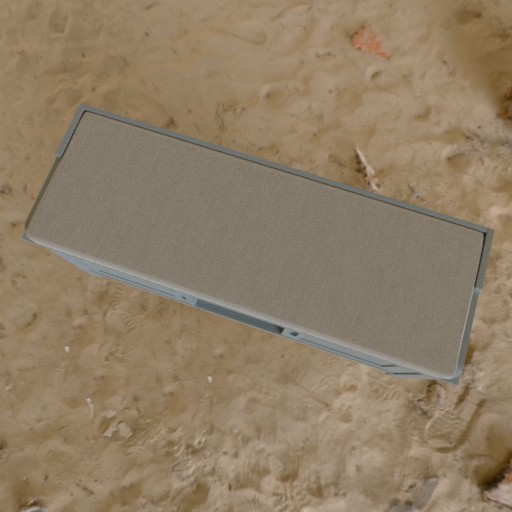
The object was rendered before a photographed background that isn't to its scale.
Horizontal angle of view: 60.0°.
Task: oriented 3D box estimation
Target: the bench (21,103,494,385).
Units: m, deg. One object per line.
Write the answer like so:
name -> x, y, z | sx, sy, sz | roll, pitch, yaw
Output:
bench -> 0.000, 0.000, 1.337 | 1.140, 0.501, 0.398 | 18, 76, 5
